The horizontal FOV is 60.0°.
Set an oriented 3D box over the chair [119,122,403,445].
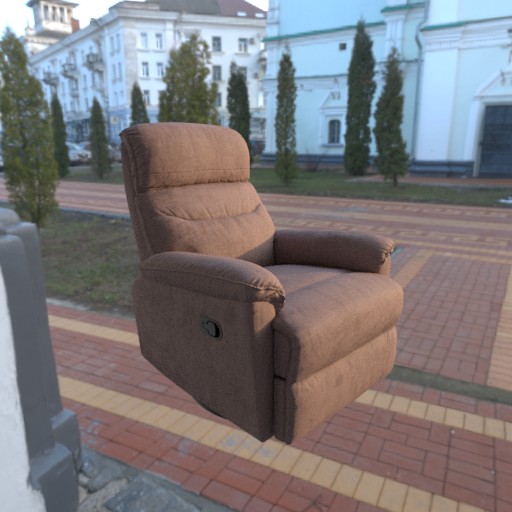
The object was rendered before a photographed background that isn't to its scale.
[{"bbox_3d":[0.000,0.000,1.755,1.004,1.037,0.820,14,20,43],"label":"chair"}]
